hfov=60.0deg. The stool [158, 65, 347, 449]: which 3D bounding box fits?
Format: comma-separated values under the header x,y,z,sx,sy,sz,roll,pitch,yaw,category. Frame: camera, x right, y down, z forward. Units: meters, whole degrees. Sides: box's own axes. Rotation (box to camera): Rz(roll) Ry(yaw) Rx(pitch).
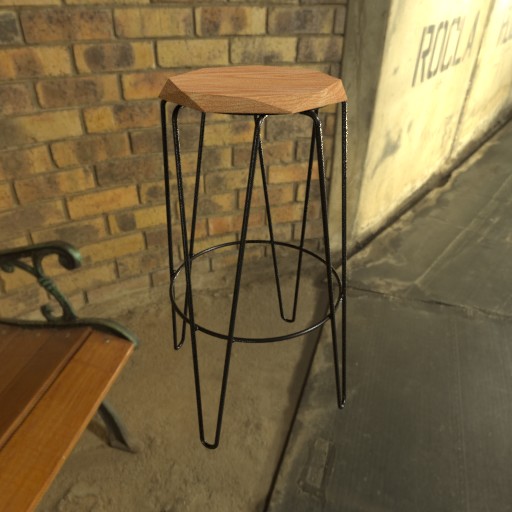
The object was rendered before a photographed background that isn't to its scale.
x,y,z,sx,sy,sz,roll,pitch,yaw,category
0.000,0.000,0.809,0.326,0.610,0.326,-10,33,-16,stool
